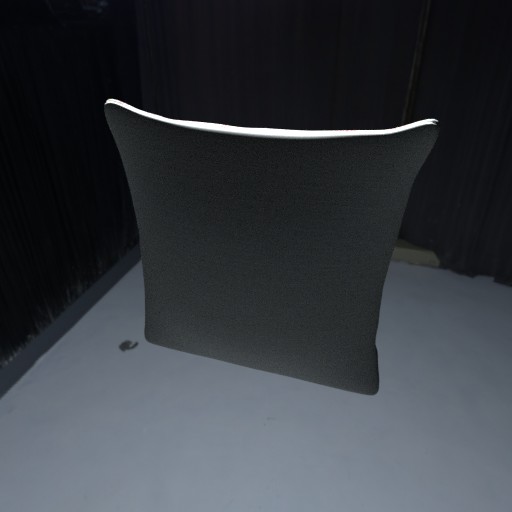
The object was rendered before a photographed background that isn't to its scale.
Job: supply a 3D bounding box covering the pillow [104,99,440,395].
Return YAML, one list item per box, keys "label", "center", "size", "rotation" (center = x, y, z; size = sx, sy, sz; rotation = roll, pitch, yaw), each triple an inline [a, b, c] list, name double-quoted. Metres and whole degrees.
- label: "pillow"
  center: [0.000, 0.000, 0.686]
  size: [0.451, 0.449, 0.191]
  rotation: [9, 32, 16]
